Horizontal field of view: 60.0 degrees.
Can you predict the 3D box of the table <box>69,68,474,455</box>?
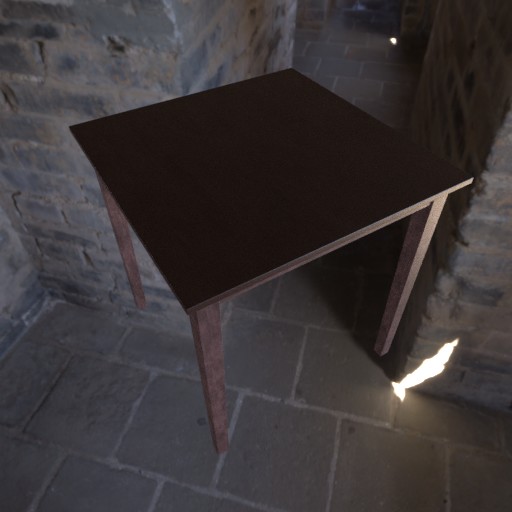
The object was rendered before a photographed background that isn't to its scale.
[{"bbox_3d":[0.000,0.000,1.406,0.749,0.770,0.749,-24,50,-22],"label":"table"}]
